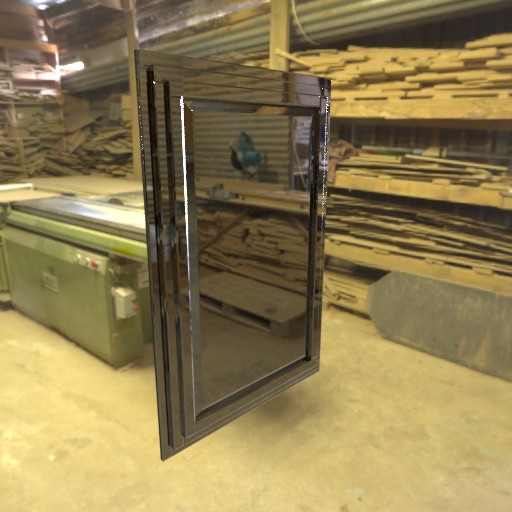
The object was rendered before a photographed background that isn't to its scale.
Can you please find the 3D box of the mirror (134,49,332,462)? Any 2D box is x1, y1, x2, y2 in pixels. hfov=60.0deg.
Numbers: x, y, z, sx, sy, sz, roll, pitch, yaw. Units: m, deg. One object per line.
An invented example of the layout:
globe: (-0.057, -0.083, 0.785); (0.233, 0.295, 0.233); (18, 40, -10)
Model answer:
mirror: (0.000, 0.000, 1.149); (0.613, 0.914, 0.039); (-14, 21, -43)
